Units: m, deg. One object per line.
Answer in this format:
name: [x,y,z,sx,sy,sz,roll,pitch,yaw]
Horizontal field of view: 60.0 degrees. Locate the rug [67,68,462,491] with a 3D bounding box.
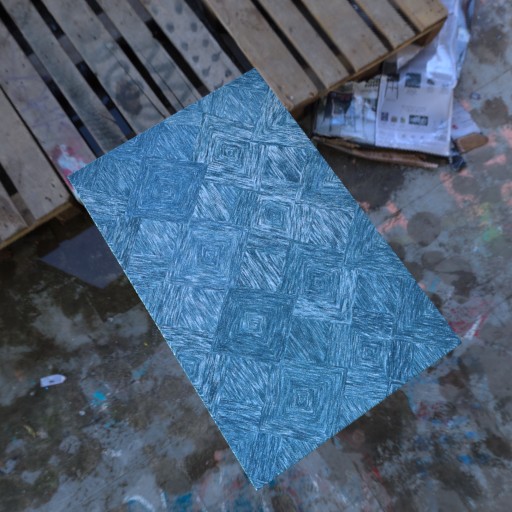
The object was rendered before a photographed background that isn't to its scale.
rug: [0.000,0.000,2.807,1.490,0.015,2.277,-33,79,-7]
